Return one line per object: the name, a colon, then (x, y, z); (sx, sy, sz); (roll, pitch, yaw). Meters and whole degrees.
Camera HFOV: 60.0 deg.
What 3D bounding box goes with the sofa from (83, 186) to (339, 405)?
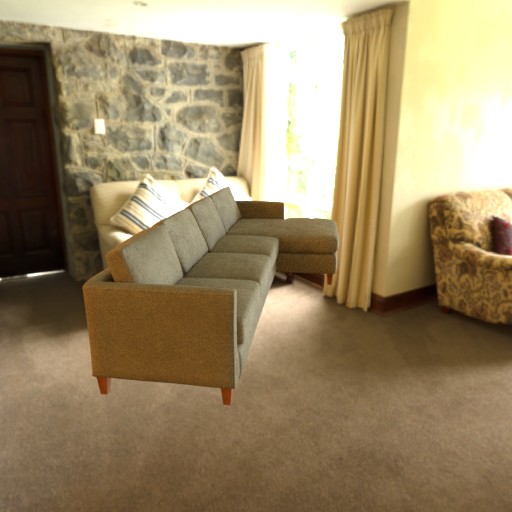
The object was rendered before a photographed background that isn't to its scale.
sofa: (0.000, 0.000, 4.180); (1.604, 0.950, 3.471); (2, 16, 8)
